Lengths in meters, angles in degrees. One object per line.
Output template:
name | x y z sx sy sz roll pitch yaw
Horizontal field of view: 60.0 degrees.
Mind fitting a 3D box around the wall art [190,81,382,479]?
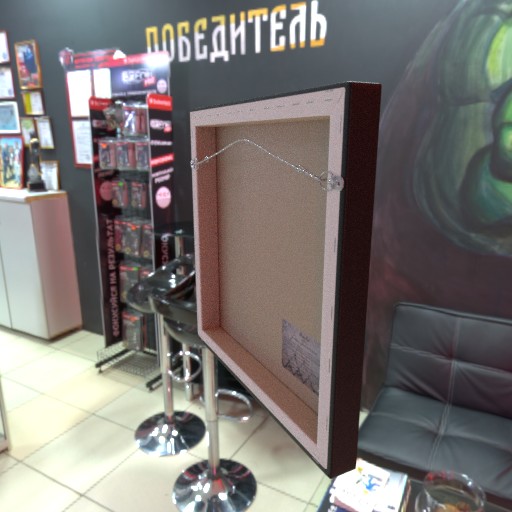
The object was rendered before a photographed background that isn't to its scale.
wall art | 0.000 0.000 0.609 0.041 0.407 0.406 -8 16 -27
